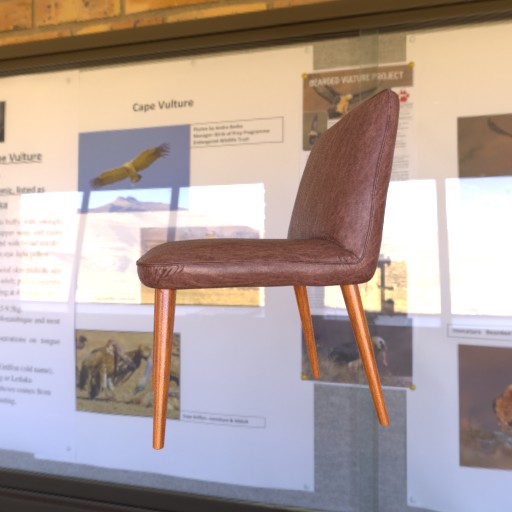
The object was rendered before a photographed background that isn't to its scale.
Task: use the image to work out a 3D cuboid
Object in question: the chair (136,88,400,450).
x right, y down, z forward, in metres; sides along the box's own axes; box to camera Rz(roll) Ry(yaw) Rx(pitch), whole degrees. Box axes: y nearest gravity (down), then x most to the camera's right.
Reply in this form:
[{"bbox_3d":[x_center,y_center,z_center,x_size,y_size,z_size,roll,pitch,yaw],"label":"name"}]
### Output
[{"bbox_3d":[0.000,0.000,1.205,0.645,0.803,0.543,0,-1,-18],"label":"chair"}]
